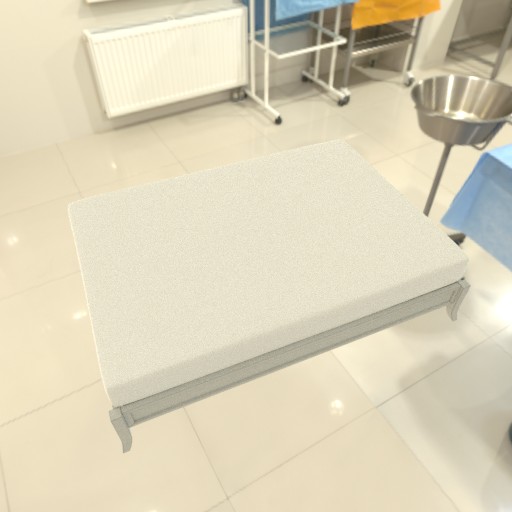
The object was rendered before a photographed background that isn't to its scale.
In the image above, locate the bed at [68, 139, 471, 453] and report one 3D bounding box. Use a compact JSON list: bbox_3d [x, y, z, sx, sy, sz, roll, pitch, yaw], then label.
[{"bbox_3d":[0.000,0.000,2.658,1.985,0.510,1.460,-17,48,-16],"label":"bed"}]
